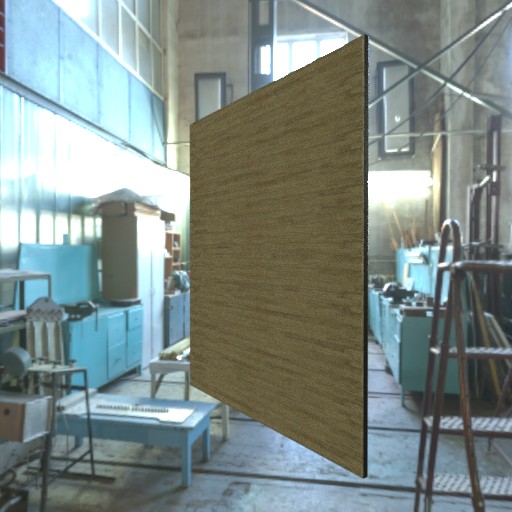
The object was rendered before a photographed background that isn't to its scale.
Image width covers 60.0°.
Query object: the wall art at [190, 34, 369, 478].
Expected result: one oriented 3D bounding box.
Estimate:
[{"bbox_3d":[0.000,0.000,0.755,0.009,0.559,0.483,0,1,-35],"label":"wall art"}]
